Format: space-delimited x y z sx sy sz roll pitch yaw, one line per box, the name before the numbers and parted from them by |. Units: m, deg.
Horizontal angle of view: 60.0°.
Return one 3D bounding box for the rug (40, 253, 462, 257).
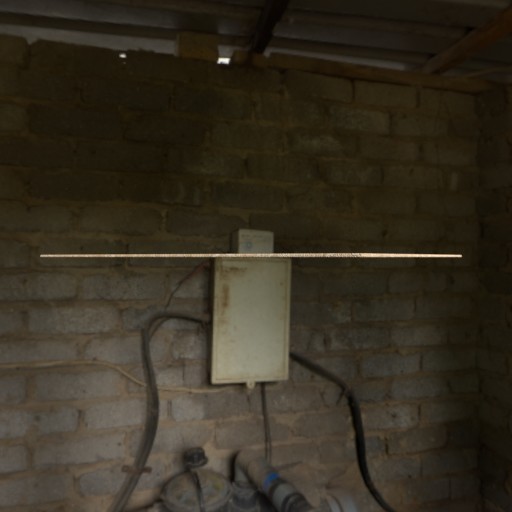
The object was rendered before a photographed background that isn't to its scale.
rug | 0.000 0.000 4.079 3.039 0.019 2.420 0 0 36
